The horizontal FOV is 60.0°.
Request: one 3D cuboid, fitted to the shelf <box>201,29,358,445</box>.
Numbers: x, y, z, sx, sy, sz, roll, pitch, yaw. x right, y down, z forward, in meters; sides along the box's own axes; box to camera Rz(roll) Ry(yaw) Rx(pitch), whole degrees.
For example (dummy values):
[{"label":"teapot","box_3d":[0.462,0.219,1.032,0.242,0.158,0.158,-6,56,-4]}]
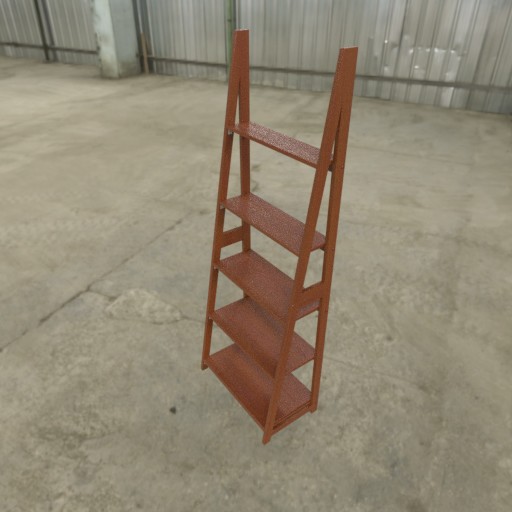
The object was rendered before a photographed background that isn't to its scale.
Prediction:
[{"label":"shelf","box_3d":[0.000,0.000,2.022,0.356,1.780,0.630,-22,39,-30]}]
